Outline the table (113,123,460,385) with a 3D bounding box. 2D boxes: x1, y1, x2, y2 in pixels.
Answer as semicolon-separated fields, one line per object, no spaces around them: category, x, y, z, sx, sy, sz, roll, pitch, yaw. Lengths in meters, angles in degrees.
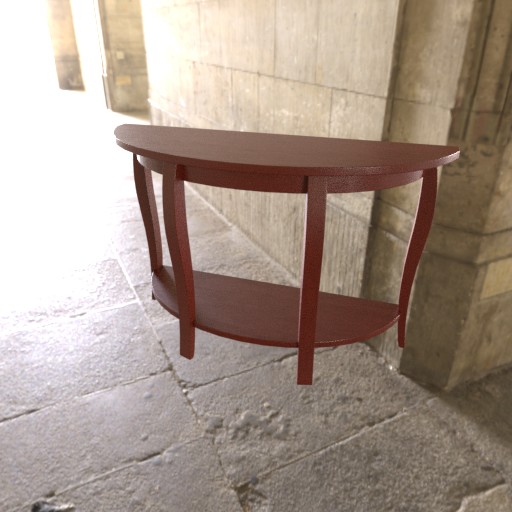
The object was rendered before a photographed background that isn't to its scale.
table;0.000;0.000;1.581;1.219;0.779;0.405;9;28;16
